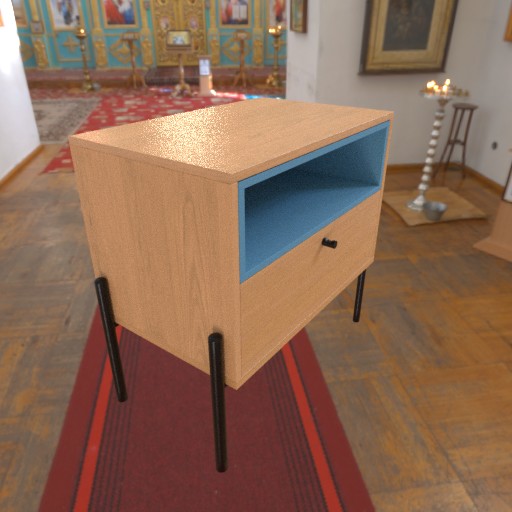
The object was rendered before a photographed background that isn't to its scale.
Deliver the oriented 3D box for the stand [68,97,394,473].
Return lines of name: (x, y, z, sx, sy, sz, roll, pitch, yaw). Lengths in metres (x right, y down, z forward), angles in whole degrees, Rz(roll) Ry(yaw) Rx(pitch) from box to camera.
stand: (0.000, 0.000, 1.026, 0.400, 0.600, 0.630, 19, 33, 32)
